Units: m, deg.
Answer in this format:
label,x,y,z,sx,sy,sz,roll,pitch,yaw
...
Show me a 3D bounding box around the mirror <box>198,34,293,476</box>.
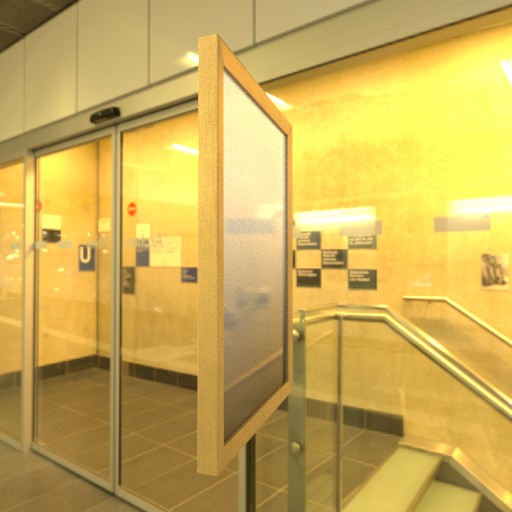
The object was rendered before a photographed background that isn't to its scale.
label,x,y,z,sx,sy,sz,roll,pitch,yaw
mirror,0.000,0.000,0.957,0.040,0.710,0.507,0,-1,18
